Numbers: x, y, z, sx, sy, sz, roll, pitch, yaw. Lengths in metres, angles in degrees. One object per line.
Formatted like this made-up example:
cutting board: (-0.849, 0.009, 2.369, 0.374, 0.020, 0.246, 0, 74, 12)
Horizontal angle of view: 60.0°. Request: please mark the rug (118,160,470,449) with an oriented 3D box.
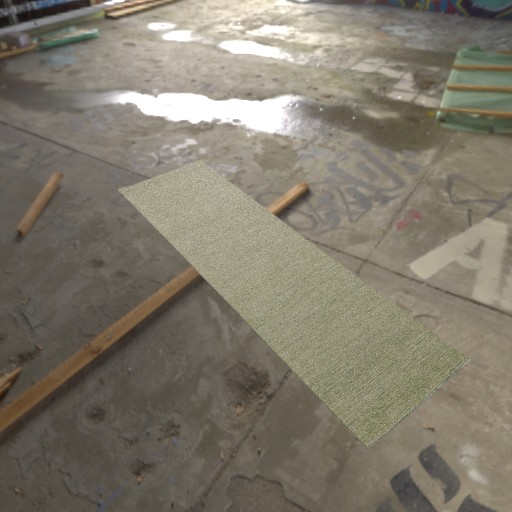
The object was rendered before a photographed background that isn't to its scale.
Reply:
rug: (0.000, 0.000, 2.560, 0.686, 0.013, 2.340, -26, 47, -27)
